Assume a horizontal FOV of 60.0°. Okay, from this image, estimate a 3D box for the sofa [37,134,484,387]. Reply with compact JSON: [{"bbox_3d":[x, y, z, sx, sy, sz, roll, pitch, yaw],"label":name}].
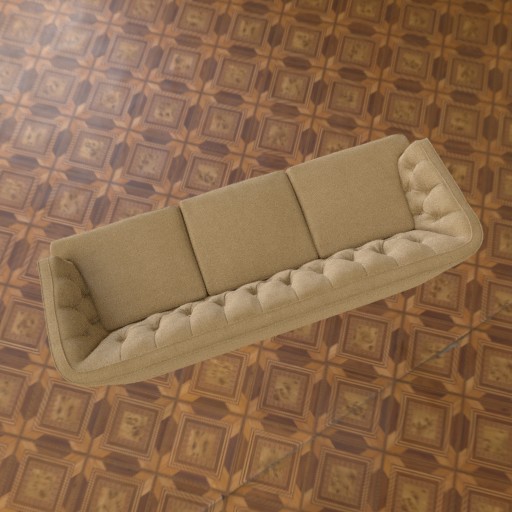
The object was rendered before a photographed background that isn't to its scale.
[{"bbox_3d":[0.000,0.000,2.580,2.235,0.788,0.913,-18,76,-5],"label":"sofa"}]
